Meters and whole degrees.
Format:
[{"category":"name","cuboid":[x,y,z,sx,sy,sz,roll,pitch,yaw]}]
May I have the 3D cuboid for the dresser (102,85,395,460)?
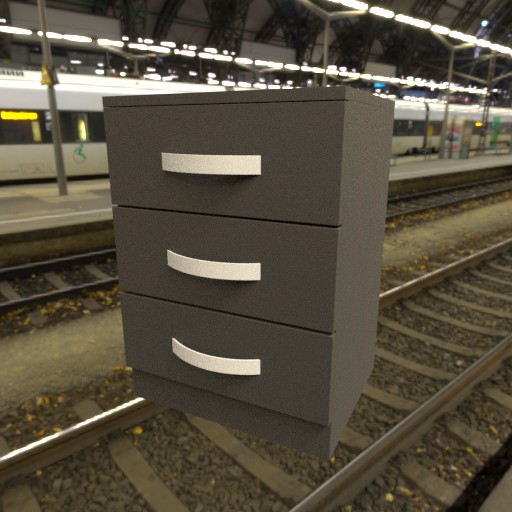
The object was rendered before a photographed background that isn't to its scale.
[{"category":"dresser","cuboid":[0.000,0.000,0.835,0.400,0.560,0.360,8,18,26]}]
